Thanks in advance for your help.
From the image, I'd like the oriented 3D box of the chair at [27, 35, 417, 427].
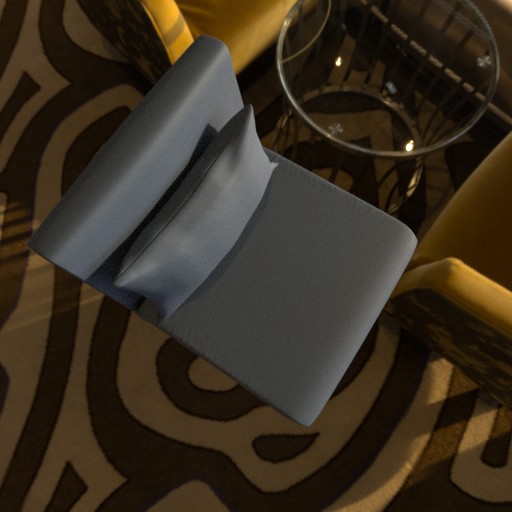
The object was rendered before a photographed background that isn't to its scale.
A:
[{"bbox_3d":[0.000,0.000,1.484,0.900,0.808,0.770,32,77,8],"label":"chair"}]
